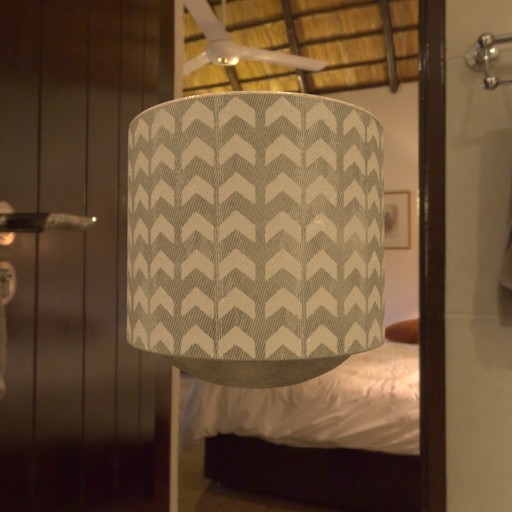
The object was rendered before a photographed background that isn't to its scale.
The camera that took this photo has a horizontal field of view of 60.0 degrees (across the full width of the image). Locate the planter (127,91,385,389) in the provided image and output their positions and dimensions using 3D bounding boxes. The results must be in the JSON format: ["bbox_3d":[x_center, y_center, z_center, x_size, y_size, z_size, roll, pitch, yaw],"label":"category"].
[{"bbox_3d":[0.000,0.000,0.449,0.250,0.239,0.250,0,-1,0],"label":"planter"}]
